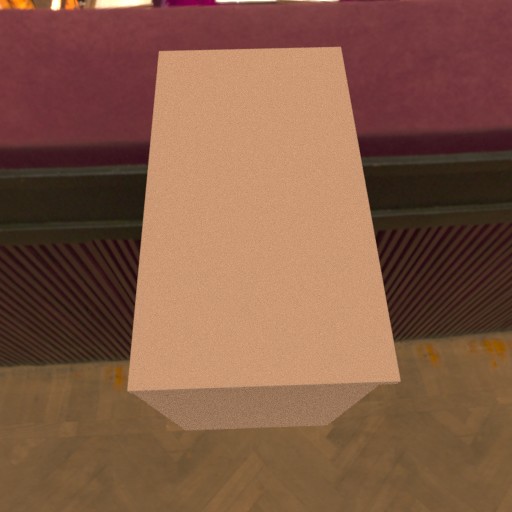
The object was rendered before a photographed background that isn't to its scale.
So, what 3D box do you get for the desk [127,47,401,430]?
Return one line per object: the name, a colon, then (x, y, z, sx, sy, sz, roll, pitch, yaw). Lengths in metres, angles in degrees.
desk: (0.000, 0.000, 1.333, 0.498, 0.729, 0.900, -2, 63, -1)
